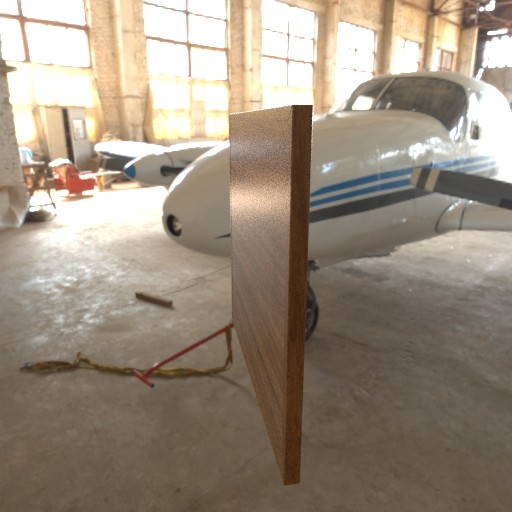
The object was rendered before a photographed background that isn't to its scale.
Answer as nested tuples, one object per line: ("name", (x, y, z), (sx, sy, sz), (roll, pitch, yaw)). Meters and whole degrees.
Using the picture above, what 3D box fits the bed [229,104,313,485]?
("bed", (0.000, 0.000, 1.511), (0.043, 0.940, 1.041), (-3, 17, -10))
